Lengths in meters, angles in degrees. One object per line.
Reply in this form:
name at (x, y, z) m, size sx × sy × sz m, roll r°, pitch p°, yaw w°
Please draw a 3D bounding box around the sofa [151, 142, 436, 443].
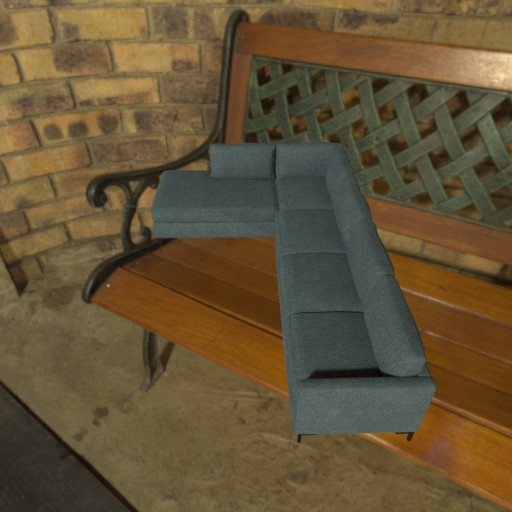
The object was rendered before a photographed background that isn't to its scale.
sofa at (0.000, 0.000, 3.738) m, size 2.007 × 0.815 × 2.949 m, roll -1°, pitch 39°, yaw -1°
